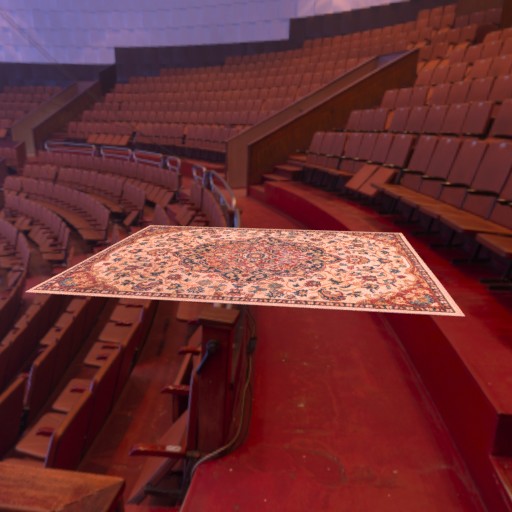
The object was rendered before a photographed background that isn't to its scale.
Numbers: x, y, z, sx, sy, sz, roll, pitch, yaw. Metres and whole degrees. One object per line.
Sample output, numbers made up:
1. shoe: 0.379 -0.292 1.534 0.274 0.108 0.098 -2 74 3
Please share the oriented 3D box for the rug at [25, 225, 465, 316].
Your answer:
1. rug: 0.000 0.000 4.205 3.067 0.005 2.454 2 16 8
